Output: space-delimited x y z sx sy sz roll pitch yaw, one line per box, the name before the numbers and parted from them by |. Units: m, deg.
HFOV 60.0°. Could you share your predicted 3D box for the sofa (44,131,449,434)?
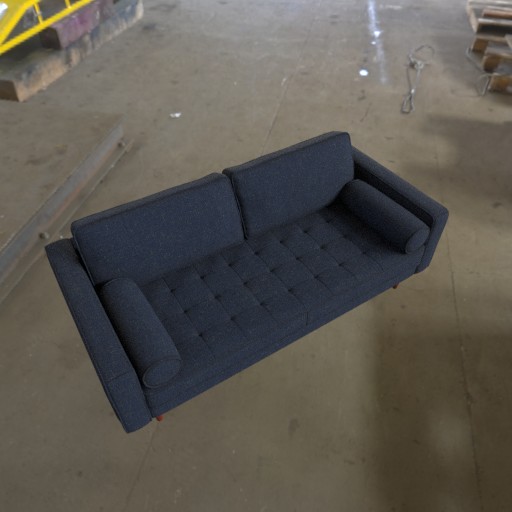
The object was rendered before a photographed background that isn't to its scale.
sofa | 0.000 0.000 2.357 1.880 0.762 0.914 -24 50 -22
